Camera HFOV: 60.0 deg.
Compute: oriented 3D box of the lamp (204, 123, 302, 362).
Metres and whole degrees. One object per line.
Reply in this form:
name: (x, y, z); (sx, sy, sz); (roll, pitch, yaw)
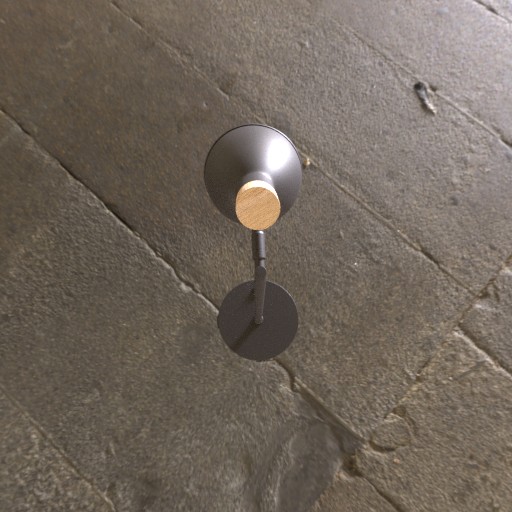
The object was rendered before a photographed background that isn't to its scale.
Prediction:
lamp: (0.000, 0.000, 0.635); (0.152, 0.483, 0.287); (-3, 75, -1)
